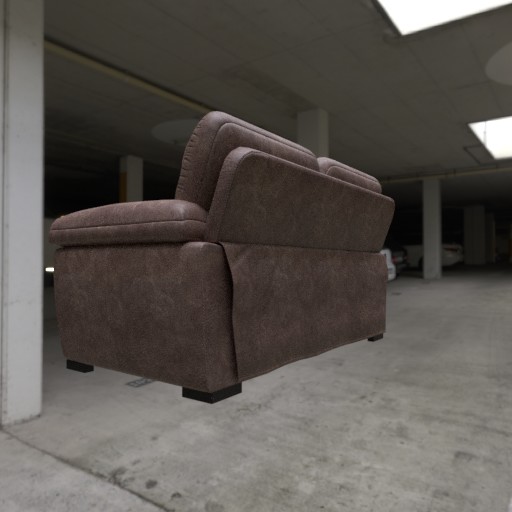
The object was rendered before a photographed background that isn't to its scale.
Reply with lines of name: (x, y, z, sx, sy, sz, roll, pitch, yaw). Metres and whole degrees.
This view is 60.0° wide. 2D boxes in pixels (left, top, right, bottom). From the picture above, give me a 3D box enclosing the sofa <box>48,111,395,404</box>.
sofa: (0.000, 0.000, 2.322, 0.991, 0.991, 1.753, -1, -1, 36)
